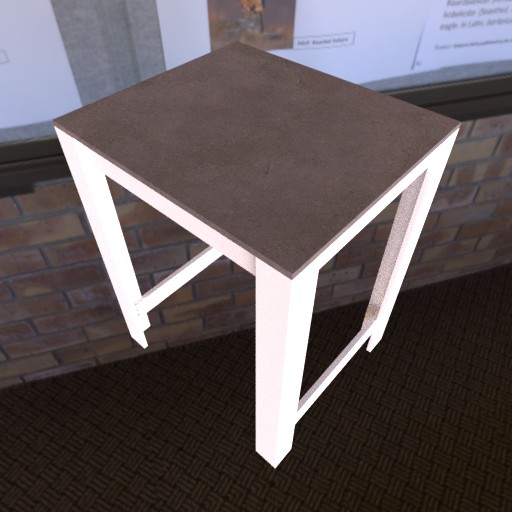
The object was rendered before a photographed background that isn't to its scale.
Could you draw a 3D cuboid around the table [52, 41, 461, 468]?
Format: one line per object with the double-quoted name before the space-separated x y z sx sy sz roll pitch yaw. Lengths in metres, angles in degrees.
"table" 0.000 0.000 1.520 0.800 1.020 0.700 33 55 27
